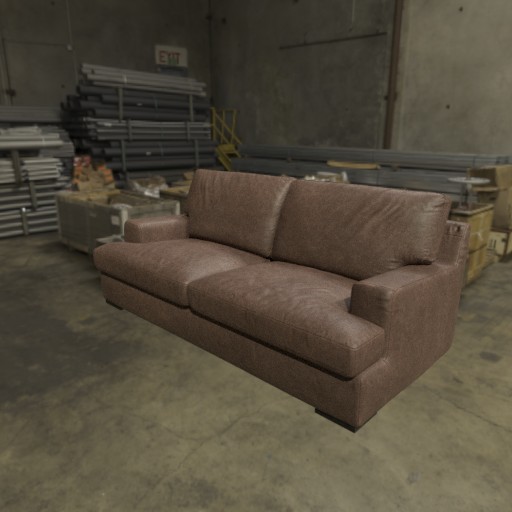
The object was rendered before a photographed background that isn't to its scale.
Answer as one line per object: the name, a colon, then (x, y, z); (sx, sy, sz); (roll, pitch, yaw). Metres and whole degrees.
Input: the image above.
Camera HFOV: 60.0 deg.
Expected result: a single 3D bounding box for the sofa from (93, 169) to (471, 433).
sofa: (0.000, 0.000, 2.821); (2.261, 0.941, 1.143); (15, 22, 42)
